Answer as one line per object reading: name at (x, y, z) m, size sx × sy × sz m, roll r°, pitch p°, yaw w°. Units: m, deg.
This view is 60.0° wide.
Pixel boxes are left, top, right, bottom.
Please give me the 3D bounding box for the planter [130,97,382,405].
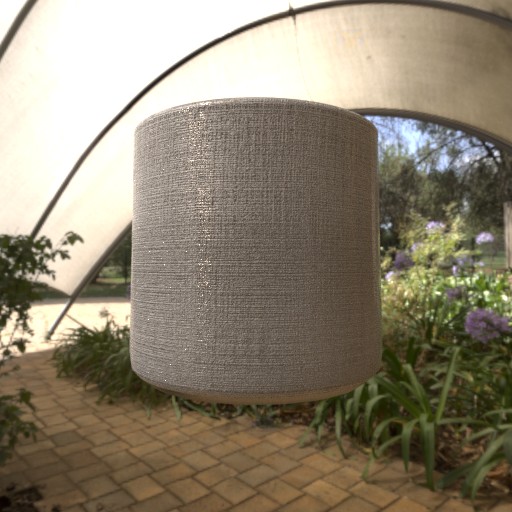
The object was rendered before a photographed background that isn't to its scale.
planter at (0.000, 0.000, 0.294) m, size 0.160 × 0.156 × 0.160 m, roll 0°, pitch -1°, yaw 0°
